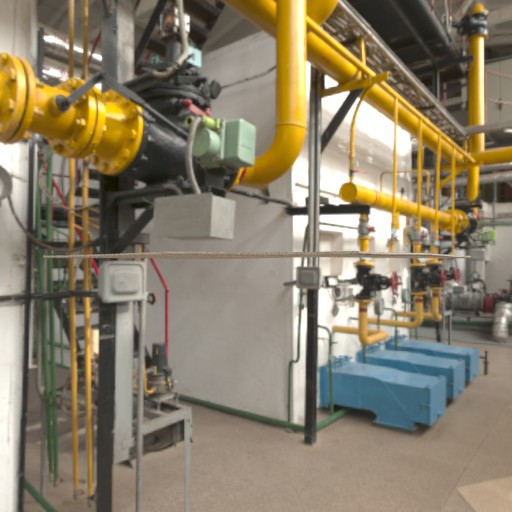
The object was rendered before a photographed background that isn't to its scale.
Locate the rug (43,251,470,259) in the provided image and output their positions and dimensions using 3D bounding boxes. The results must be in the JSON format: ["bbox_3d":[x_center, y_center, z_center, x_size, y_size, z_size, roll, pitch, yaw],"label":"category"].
[{"bbox_3d":[0.000,0.000,4.687,3.626,0.051,2.757,-1,-1,38],"label":"rug"}]
